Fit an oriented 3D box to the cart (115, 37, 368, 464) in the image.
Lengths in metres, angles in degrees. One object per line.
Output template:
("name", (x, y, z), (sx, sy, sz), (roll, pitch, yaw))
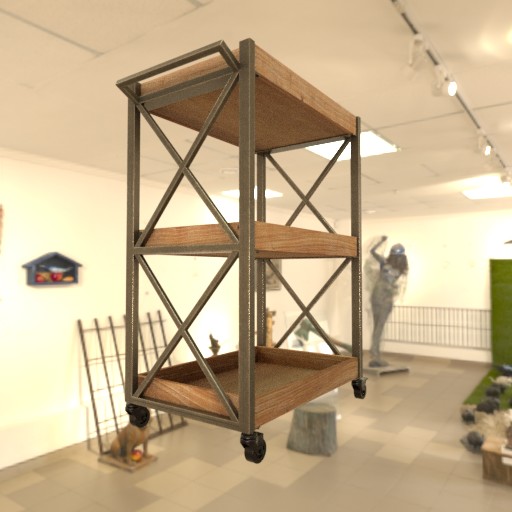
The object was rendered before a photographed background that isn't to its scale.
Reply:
("cart", (0.000, 0.000, 1.188), (0.377, 0.835, 0.673), (-1, -2, 35))
